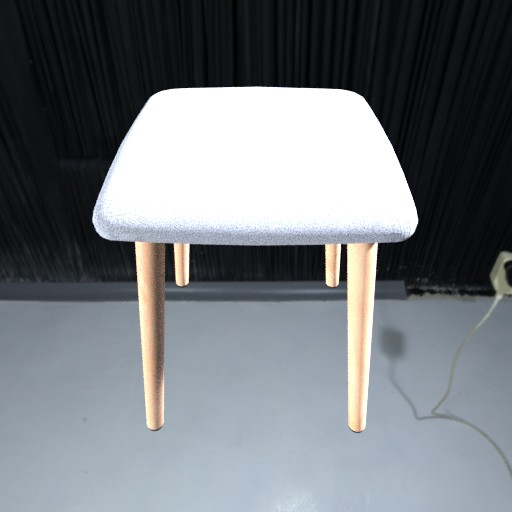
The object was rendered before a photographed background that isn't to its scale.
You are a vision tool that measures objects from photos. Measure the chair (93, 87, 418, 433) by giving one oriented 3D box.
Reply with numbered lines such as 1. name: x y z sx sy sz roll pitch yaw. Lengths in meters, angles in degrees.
1. chair: 0.000 0.000 0.683 0.350 0.440 0.350 0 41 0
